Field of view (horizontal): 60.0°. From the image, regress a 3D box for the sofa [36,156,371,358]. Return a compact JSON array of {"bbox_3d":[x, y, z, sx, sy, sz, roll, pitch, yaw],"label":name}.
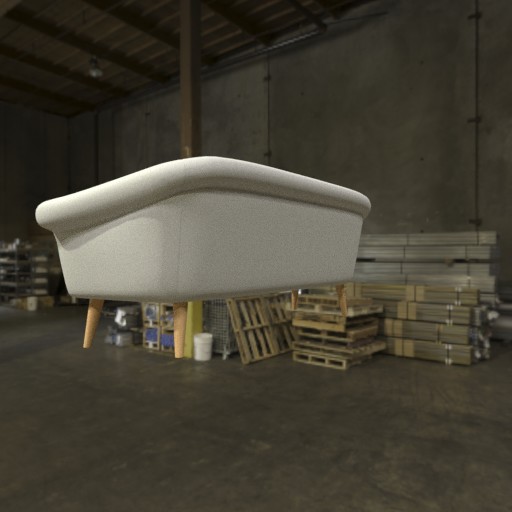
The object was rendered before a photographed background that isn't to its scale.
[{"bbox_3d":[0.000,0.000,2.546,0.827,0.795,2.160,0,0,37],"label":"sofa"}]
